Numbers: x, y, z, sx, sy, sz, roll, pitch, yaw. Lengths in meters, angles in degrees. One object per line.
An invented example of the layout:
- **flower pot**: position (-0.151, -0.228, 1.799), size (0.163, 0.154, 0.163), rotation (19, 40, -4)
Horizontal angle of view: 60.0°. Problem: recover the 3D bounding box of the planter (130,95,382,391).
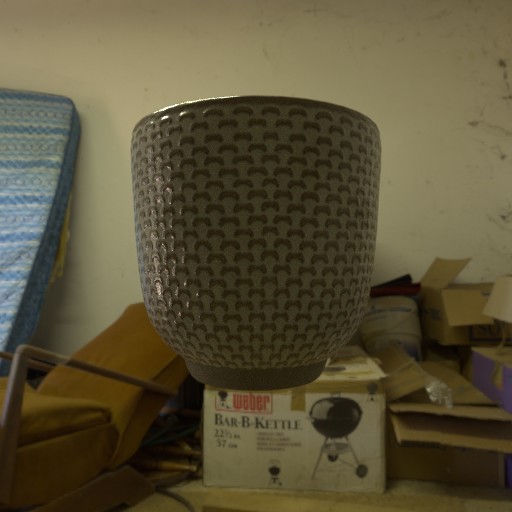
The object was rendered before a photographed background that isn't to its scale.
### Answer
- **planter**: position (0.000, 0.000, 0.360), size (0.197, 0.191, 0.197), rotation (0, -1, 0)
